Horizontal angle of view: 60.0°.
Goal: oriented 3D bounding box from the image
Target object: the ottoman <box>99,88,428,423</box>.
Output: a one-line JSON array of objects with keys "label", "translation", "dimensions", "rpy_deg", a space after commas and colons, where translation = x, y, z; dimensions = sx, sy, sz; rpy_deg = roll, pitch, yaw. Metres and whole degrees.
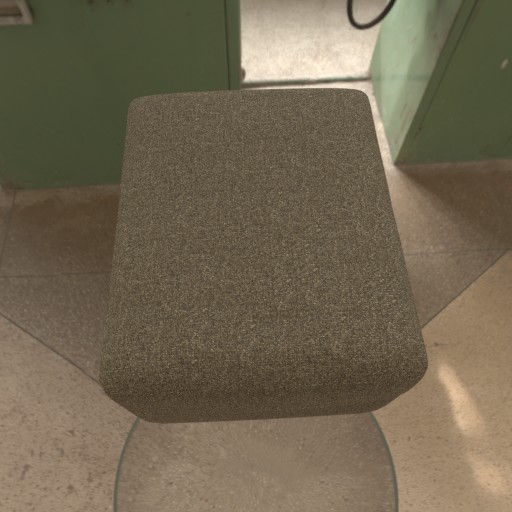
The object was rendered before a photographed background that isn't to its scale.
[{"label": "ottoman", "translation": [0.000, 0.000, 1.090], "dimensions": [0.598, 0.476, 0.742], "rpy_deg": [-2, 63, -1]}]
